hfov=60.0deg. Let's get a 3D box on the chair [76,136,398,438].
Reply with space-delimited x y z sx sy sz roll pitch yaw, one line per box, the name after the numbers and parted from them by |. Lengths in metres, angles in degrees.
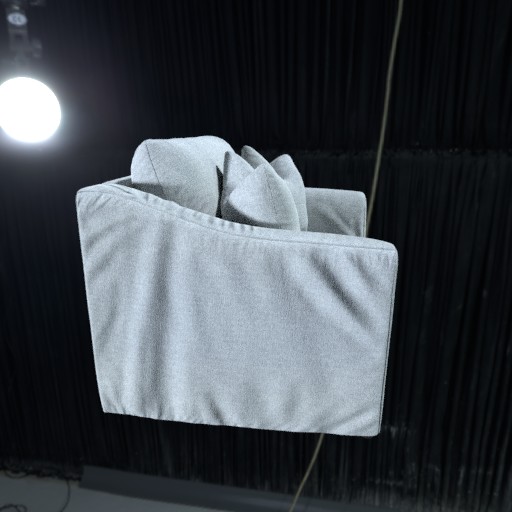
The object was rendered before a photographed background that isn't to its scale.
0.000 0.000 2.037 1.071 1.059 1.194 2 17 8 | chair
